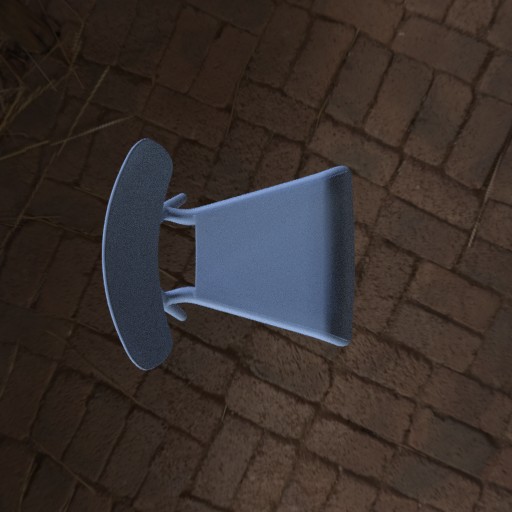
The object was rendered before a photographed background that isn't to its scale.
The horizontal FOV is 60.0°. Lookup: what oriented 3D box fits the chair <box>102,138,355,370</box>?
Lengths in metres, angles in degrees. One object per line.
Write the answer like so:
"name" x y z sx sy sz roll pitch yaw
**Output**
"chair" 0.000 0.000 0.823 0.401 0.580 0.356 0 89 1
